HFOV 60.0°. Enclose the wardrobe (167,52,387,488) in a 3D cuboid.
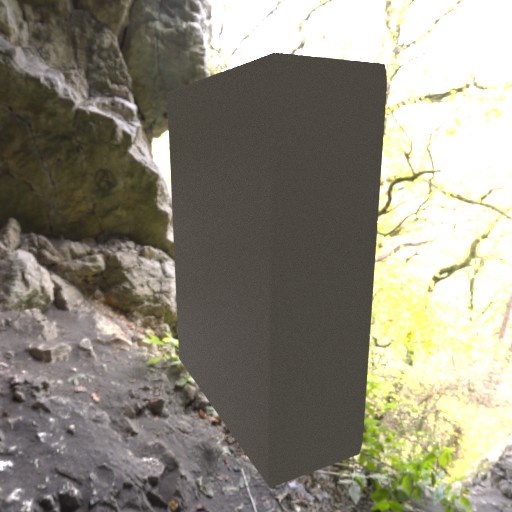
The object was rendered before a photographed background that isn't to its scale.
[{"bbox_3d":[0.000,0.000,1.623,0.360,1.200,0.900,-7,16,-26],"label":"wardrobe"}]
